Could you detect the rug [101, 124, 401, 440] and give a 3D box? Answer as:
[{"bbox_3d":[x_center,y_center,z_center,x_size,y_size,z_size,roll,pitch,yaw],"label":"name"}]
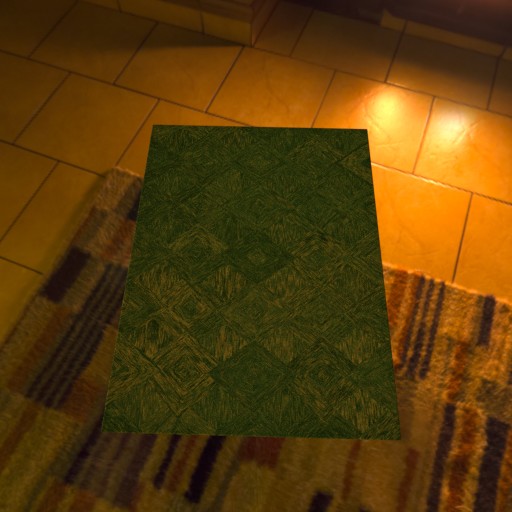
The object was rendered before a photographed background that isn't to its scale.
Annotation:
[{"bbox_3d":[0.000,0.000,4.257,2.405,0.027,3.217,1,64,1],"label":"rug"}]
